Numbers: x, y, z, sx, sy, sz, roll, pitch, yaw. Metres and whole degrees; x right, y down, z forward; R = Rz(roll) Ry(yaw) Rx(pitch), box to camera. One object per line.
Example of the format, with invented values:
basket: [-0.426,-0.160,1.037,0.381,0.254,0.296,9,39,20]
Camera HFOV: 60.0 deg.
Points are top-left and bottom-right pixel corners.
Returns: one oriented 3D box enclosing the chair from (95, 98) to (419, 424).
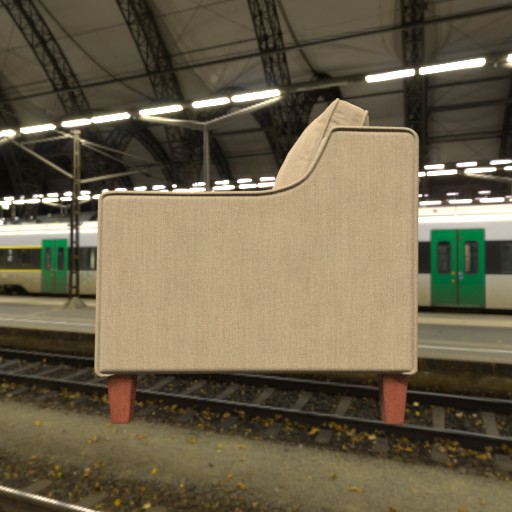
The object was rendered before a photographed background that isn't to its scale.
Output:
chair: [0.000,0.000,1.635,0.909,0.960,0.831,0,-1,0]
